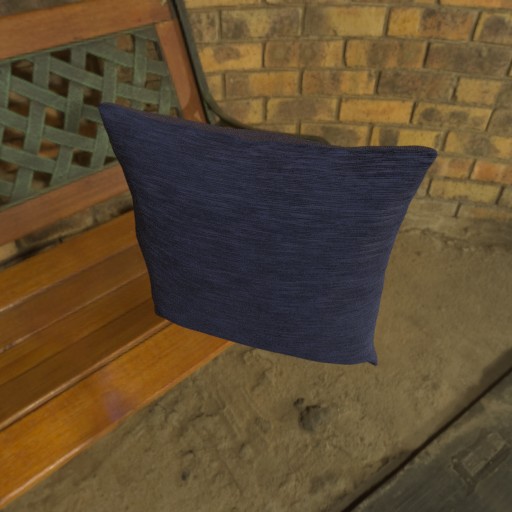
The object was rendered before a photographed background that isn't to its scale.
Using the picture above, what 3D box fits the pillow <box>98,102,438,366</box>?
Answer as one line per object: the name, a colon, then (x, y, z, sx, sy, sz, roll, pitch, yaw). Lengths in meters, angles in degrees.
pillow: (0.000, 0.000, 0.702, 0.452, 0.439, 0.204, 11, 43, 12)
